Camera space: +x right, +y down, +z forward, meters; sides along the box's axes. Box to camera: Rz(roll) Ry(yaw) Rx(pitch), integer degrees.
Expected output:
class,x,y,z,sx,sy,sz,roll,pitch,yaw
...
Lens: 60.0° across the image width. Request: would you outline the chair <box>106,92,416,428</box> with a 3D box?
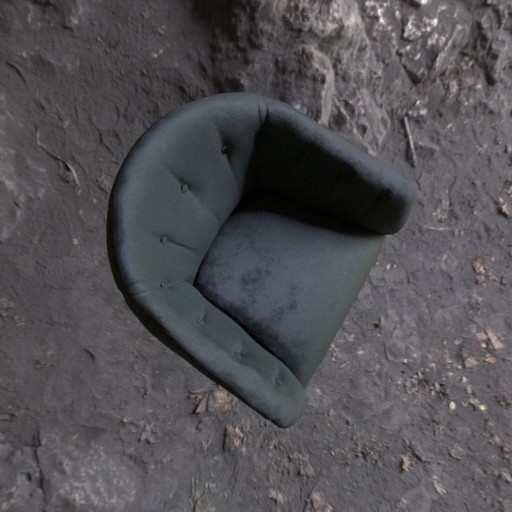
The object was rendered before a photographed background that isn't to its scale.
class,x,y,z,sx,sy,sz,roll,pitch,yaw
chair,0.000,0.000,1.516,0.776,0.885,0.851,30,78,7
